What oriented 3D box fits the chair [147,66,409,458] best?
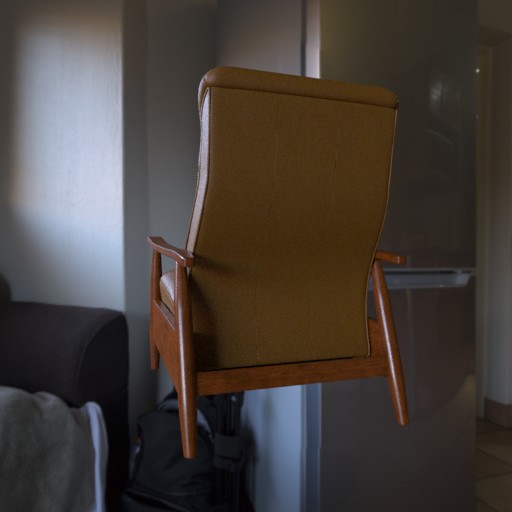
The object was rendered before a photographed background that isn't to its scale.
[{"bbox_3d":[0.000,0.000,1.774,0.762,1.082,1.014,0,1,-19],"label":"chair"}]
